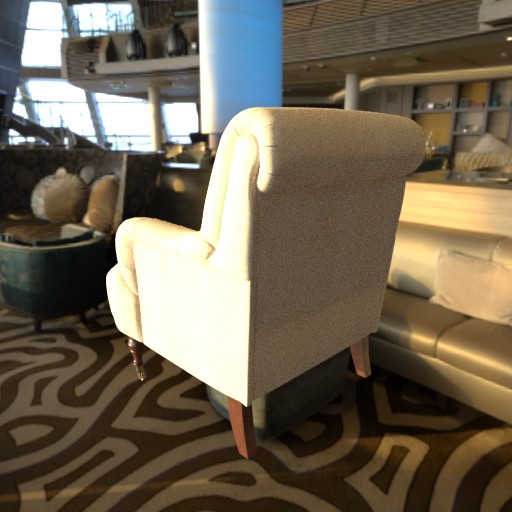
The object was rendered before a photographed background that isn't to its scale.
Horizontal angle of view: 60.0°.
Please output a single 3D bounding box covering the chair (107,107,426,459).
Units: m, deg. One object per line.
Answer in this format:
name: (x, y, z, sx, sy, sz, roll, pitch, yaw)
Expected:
chair: (0.000, 0.000, 1.538, 0.842, 0.944, 0.766, 15, 21, 43)
